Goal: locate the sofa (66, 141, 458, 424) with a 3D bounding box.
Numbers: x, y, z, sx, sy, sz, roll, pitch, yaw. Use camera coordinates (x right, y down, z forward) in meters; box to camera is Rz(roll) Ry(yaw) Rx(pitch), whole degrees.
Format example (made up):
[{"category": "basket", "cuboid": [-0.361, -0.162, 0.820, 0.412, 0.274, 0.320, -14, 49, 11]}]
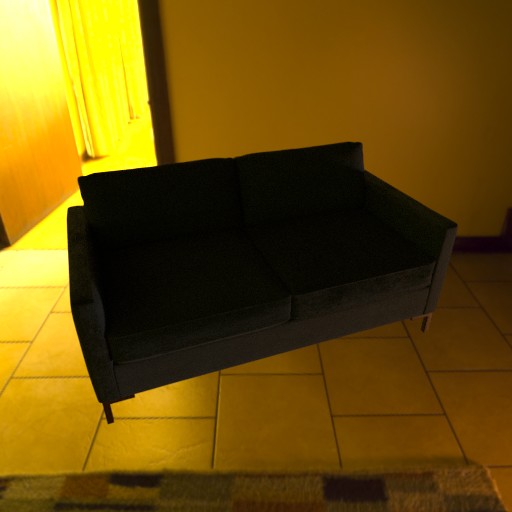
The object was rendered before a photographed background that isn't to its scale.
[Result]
[{"category": "sofa", "cuboid": [0.000, 0.000, 2.173, 1.676, 0.817, 0.875, -11, 33, -18]}]
